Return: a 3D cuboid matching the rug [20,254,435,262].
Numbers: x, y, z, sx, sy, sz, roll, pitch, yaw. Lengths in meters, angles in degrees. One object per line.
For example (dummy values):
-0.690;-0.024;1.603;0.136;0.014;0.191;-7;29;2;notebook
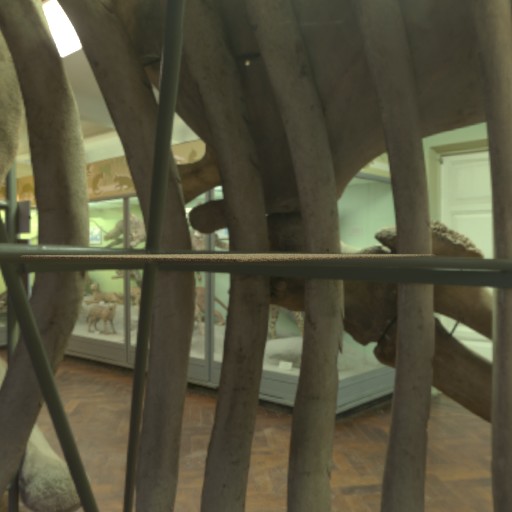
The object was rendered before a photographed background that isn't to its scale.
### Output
0.000;0.000;2.747;1.566;0.013;2.141;0;1;38;rug
